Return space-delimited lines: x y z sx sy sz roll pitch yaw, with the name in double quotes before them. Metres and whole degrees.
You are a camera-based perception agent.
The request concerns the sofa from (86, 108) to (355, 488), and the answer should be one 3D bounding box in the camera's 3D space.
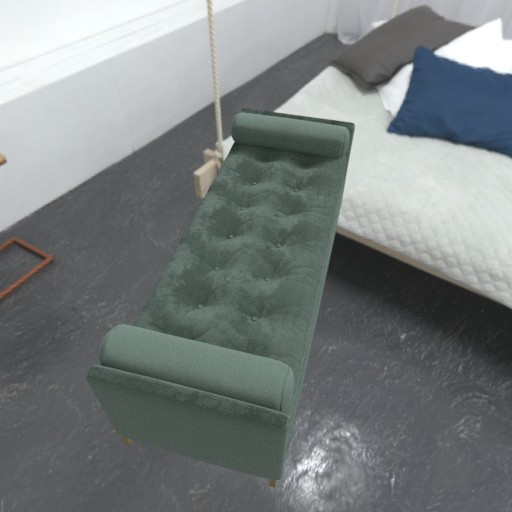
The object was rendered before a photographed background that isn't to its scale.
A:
"sofa" 0.000 0.000 2.468 0.796 0.705 2.102 11 48 10
